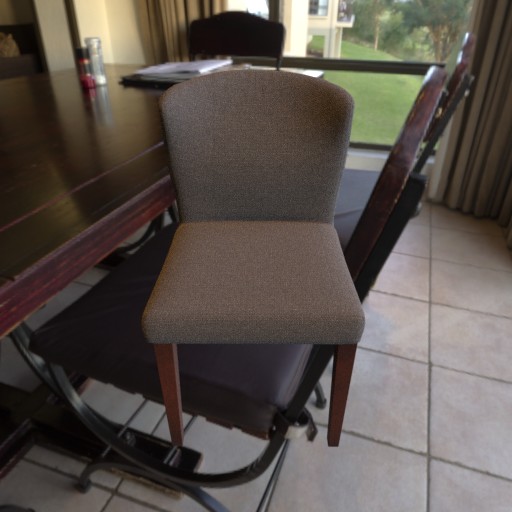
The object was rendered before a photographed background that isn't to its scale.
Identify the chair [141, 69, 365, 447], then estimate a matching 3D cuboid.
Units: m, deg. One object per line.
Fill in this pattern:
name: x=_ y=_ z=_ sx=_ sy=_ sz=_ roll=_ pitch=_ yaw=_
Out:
chair: x=0.000 y=0.000 z=1.170 sx=0.491 sy=0.839 sz=0.589 roll=0 pitch=31 yaw=0
